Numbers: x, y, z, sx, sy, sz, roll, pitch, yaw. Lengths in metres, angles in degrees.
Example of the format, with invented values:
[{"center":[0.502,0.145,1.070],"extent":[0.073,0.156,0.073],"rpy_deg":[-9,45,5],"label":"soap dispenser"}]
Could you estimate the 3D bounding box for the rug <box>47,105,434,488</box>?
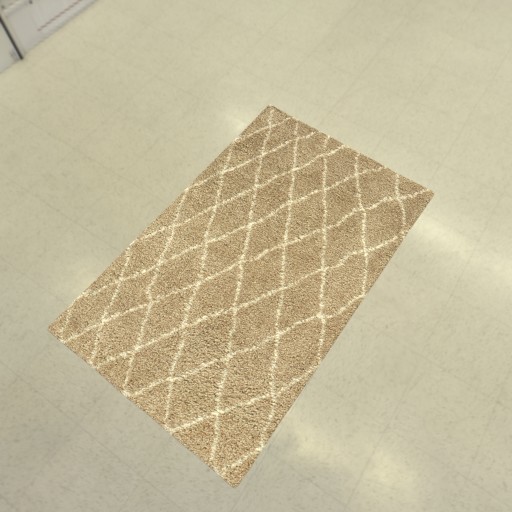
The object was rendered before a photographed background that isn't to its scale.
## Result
[{"center":[0.000,0.000,3.067],"extent":[1.524,0.030,2.438],"rpy_deg":[33,67,16],"label":"rug"}]
